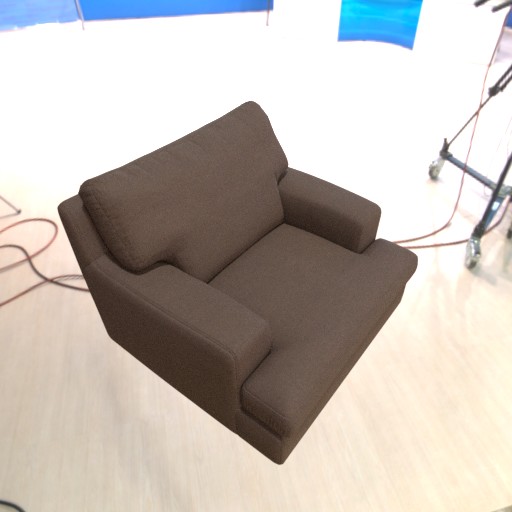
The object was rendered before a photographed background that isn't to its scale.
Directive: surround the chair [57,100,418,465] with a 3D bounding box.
[{"bbox_3d":[0.000,0.000,1.991,1.143,0.940,1.168,27,48,28],"label":"chair"}]
